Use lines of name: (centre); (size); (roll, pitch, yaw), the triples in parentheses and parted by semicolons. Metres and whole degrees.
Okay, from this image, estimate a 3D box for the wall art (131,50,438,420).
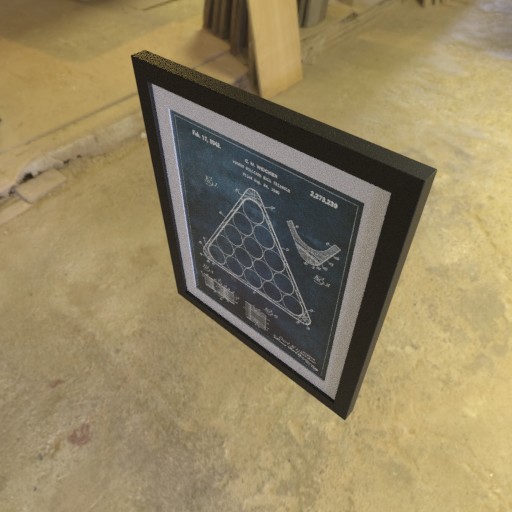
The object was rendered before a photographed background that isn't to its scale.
wall art: (0.000, 0.000, 0.692); (0.432, 0.508, 0.025); (32, 54, 27)
